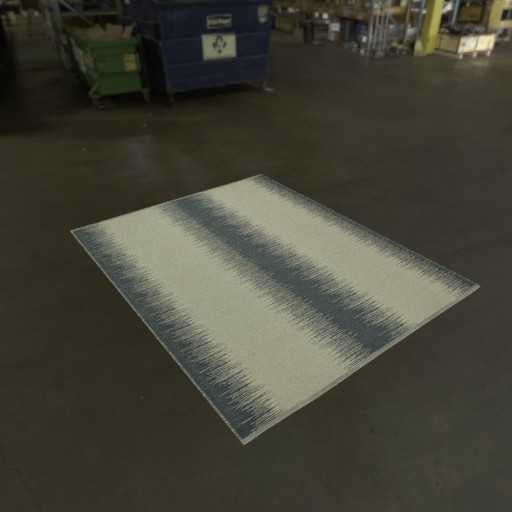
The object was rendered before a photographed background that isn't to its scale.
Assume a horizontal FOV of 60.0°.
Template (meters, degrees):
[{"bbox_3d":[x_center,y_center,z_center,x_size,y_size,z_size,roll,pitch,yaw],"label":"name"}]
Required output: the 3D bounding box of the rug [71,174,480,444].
[{"bbox_3d":[0.000,0.000,4.113,2.453,0.004,3.037,-22,39,-30],"label":"rug"}]
